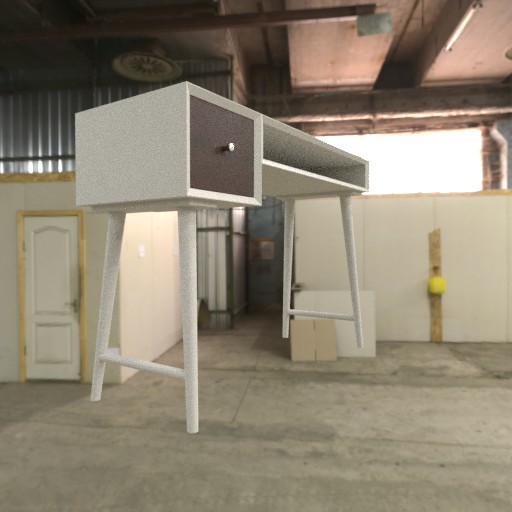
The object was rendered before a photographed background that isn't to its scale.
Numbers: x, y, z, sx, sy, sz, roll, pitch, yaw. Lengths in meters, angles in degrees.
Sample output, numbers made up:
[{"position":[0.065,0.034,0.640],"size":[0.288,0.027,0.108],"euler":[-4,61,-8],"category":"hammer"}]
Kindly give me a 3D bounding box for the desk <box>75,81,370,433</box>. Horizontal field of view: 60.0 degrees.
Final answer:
[{"position":[0.000,0.000,1.490],"size":[0.409,0.761,1.069],"euler":[1,2,35],"category":"desk"}]
